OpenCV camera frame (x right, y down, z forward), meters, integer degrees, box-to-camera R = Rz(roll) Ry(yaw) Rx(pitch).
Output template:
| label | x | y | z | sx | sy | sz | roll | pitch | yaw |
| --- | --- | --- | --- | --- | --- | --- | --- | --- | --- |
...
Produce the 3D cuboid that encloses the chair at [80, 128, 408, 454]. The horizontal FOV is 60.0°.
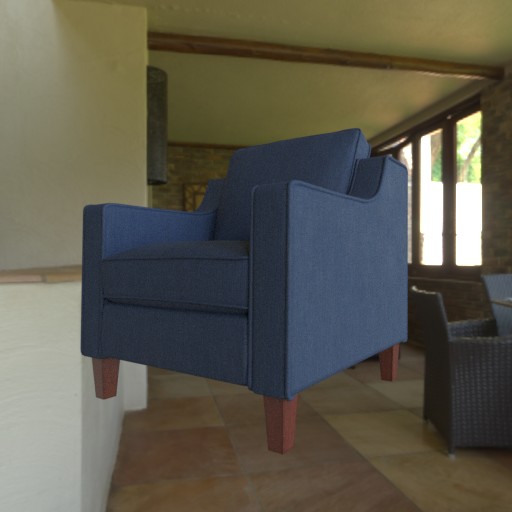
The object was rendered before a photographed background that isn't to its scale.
| label | x | y | z | sx | sy | sz | roll | pitch | yaw |
| --- | --- | --- | --- | --- | --- | --- | --- | --- | --- |
| chair | 0.000 | 0.000 | 1.615 | 0.831 | 0.960 | 0.909 | 0 | 0 | 36 |
